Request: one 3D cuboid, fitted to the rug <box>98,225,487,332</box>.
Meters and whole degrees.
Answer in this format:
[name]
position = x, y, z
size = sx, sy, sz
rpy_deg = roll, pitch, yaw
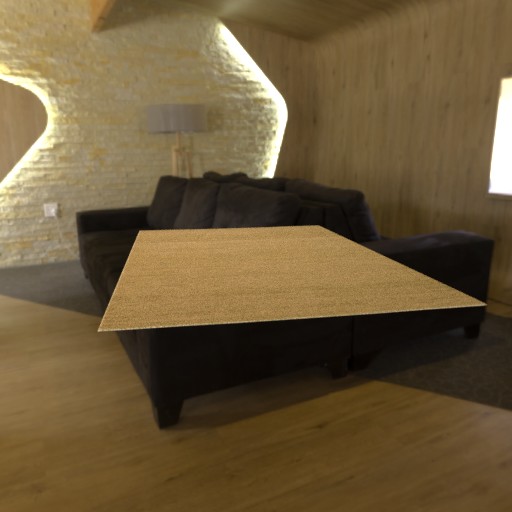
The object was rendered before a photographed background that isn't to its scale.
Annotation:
[rug]
position = 0.000, 0.000, 4.943
size = 2.782, 0.025, 3.935
rpy_deg = -2, 13, -10
